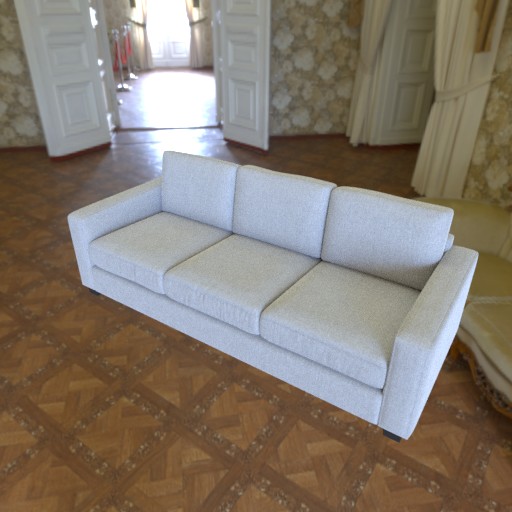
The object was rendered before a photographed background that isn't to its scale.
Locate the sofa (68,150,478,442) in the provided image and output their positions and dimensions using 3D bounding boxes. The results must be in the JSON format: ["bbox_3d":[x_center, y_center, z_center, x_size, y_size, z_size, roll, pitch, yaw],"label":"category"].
[{"bbox_3d":[0.000,0.000,2.493,2.120,0.800,0.900,18,34,29],"label":"sofa"}]
